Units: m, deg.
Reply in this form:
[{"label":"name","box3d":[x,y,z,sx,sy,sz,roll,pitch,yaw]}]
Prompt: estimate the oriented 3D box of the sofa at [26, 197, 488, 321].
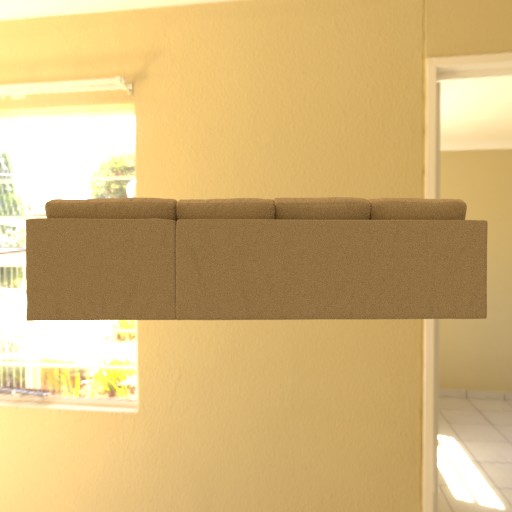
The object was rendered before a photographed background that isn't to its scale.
[{"label":"sofa","box3d":[0.000,0.000,3.828,3.177,0.867,1.622,0,0,-2]}]
